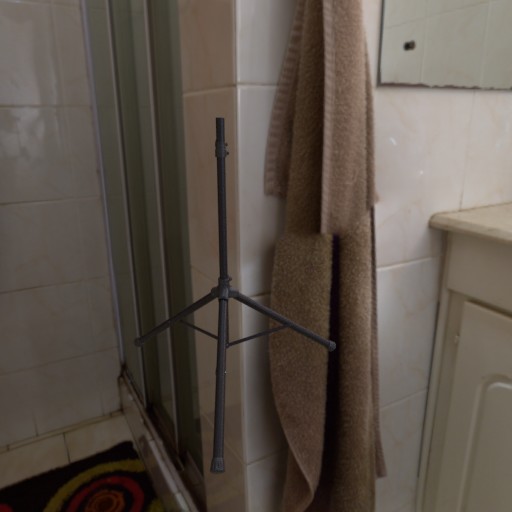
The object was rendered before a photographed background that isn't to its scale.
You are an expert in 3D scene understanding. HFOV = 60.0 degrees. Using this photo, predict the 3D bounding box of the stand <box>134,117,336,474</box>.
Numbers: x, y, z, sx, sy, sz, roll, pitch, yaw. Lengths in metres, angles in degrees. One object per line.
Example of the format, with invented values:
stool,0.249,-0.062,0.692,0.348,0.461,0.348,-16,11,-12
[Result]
stand,0.000,0.000,1.905,0.907,1.136,1.045,-9,19,-26
